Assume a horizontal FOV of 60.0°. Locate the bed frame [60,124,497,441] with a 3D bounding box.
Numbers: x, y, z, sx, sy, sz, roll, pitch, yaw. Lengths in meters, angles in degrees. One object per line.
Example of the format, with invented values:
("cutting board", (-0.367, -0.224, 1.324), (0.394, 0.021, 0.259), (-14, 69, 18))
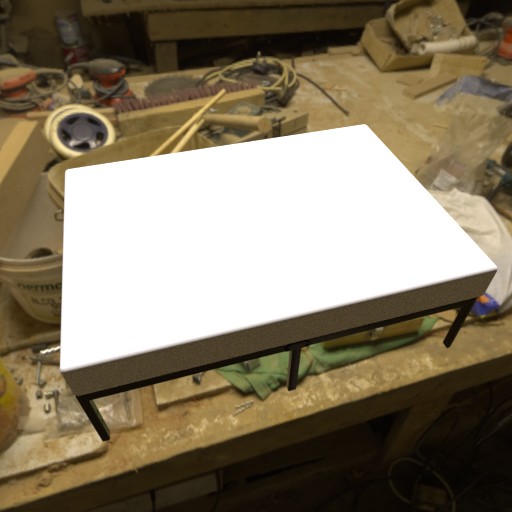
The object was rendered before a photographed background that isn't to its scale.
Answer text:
("bed frame", (0.000, 0.000, 2.567), (1.956, 0.659, 1.408), (-12, 46, -11))
